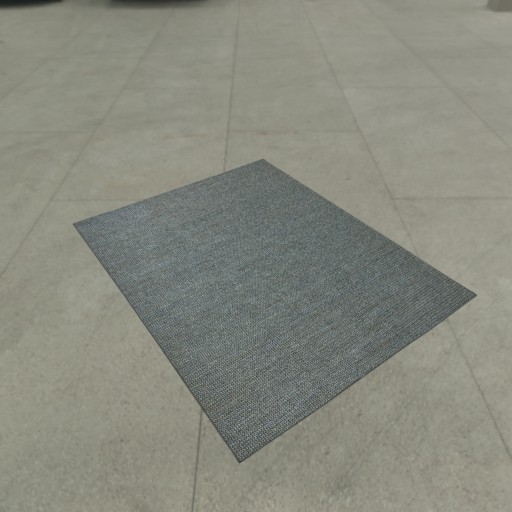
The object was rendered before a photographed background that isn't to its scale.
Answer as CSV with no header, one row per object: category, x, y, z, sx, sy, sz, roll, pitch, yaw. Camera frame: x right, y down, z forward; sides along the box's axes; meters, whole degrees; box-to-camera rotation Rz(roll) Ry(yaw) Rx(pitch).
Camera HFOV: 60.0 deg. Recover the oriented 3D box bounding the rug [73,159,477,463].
rug,0.000,0.000,4.166,2.456,0.021,3.068,-25,46,-27
